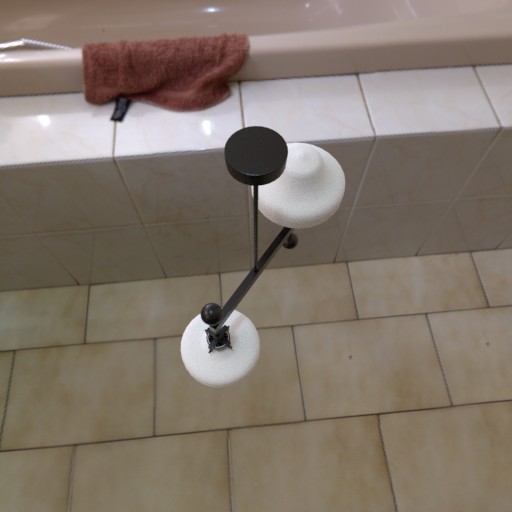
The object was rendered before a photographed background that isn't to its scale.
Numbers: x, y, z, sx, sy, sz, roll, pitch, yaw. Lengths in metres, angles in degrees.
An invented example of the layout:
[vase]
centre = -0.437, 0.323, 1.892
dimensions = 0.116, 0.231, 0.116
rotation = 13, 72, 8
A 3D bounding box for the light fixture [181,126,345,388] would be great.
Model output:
[light fixture]
centre = 0.000, 0.000, 1.040
dimensions = 0.422, 0.743, 0.489
rotation = -3, 63, -1
